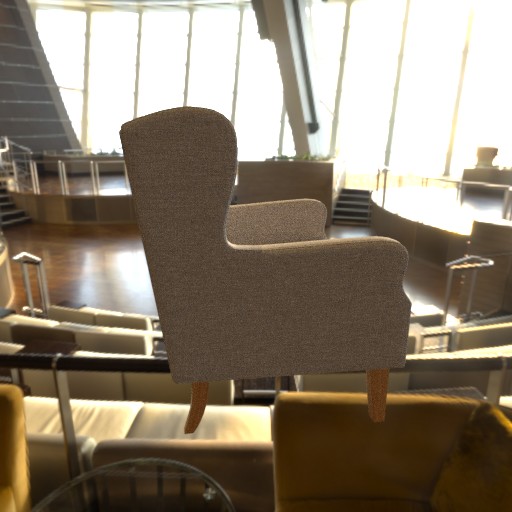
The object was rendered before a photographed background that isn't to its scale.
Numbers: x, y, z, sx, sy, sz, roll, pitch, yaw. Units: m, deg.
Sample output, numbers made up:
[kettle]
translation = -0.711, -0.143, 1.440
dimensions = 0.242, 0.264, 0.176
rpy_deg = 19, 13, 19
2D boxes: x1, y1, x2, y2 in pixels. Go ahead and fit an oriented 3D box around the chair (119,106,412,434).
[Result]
[chair]
translation = 0.000, 0.000, 1.484
dimensions = 0.760, 0.930, 0.710
rpy_deg = -3, 17, -10
